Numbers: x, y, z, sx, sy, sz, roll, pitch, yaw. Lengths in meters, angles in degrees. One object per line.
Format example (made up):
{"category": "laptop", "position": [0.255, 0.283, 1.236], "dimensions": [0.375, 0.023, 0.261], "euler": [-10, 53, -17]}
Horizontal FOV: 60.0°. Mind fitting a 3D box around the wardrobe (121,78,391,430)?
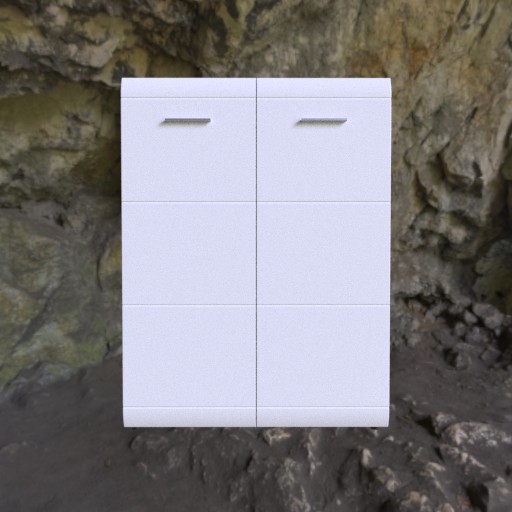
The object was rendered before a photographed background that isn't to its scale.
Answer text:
{"category": "wardrobe", "position": [0.000, 0.000, 1.649], "dimensions": [0.900, 1.200, 0.360], "euler": [0, 1, 0]}
